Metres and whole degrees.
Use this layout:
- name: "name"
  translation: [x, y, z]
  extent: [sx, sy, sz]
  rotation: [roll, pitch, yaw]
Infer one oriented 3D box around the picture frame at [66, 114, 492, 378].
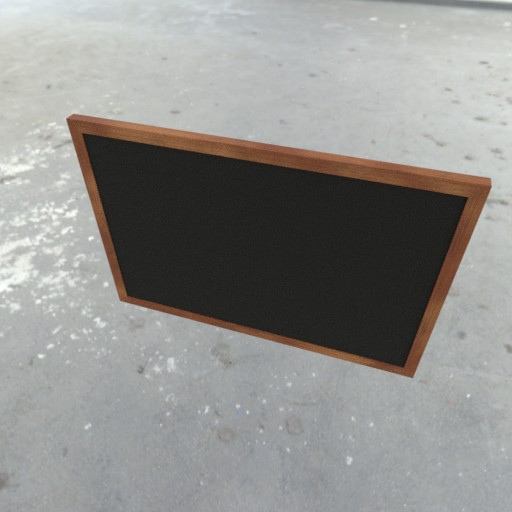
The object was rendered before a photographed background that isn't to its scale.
- name: "picture frame"
  translation: [0.000, 0.000, 1.172]
  extent: [0.950, 0.640, 0.029]
  rotation: [12, 43, 14]
